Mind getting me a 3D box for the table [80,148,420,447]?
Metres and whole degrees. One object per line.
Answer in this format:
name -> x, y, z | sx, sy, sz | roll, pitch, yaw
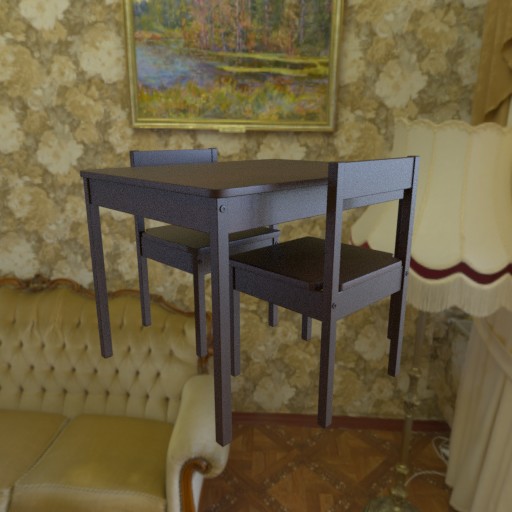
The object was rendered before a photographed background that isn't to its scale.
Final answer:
table -> 0.000, 0.000, 1.107 | 0.650, 0.503, 0.672 | -15, 21, -42
